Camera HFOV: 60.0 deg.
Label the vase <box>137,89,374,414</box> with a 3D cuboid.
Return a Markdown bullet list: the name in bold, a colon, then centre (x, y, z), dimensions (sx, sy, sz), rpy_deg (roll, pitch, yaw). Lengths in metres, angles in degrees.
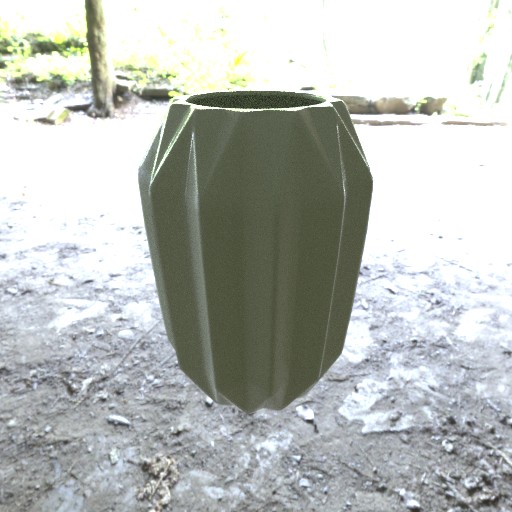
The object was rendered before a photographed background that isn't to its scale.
- **vase**: centre (0.000, 0.000, 0.407), dimensions (0.195, 0.275, 0.195), rpy_deg (0, 27, 0)
